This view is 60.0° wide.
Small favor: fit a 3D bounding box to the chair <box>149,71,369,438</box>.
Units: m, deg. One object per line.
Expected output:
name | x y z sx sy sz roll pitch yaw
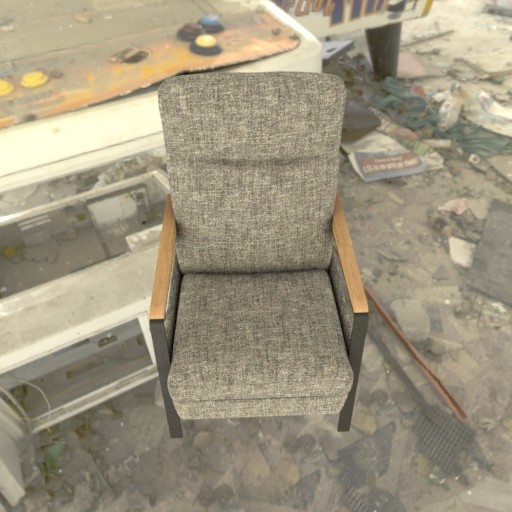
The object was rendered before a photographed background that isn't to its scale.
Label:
chair | 0.000 0.000 1.578 0.671 1.042 0.868 -2 47 -2
